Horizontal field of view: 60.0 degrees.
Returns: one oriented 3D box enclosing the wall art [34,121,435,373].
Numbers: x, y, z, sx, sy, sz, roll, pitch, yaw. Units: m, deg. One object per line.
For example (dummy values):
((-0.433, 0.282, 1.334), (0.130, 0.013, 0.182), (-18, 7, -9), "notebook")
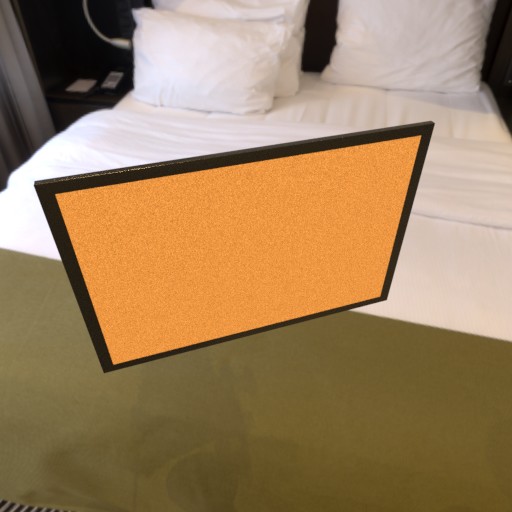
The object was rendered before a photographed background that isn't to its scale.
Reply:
((0.000, 0.000, 1.051), (0.819, 0.552, 0.015), (-12, 42, -14), "wall art")
